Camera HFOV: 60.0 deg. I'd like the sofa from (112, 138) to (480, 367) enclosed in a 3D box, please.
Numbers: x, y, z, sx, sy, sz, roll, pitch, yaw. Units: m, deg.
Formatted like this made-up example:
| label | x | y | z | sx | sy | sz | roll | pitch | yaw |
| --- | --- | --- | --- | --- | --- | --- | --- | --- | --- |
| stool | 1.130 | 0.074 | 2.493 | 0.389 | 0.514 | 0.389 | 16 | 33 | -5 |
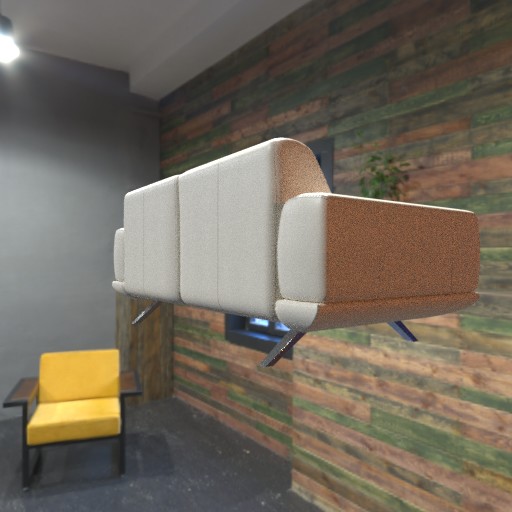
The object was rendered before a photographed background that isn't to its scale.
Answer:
| label | x | y | z | sx | sy | sz | roll | pitch | yaw |
| --- | --- | --- | --- | --- | --- | --- | --- | --- | --- |
| sofa | 0.000 | 0.000 | 2.276 | 0.900 | 0.772 | 1.901 | 1 | -1 | -35 |
